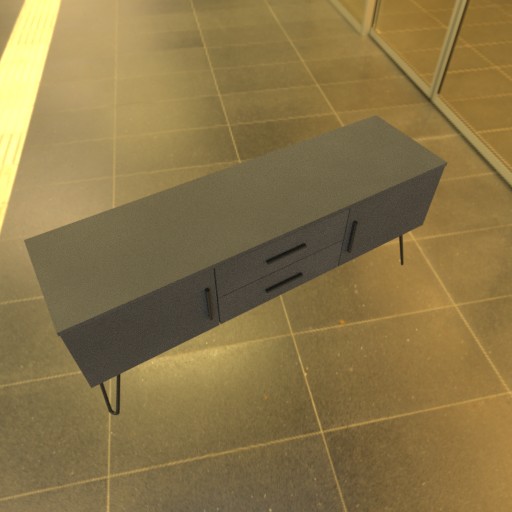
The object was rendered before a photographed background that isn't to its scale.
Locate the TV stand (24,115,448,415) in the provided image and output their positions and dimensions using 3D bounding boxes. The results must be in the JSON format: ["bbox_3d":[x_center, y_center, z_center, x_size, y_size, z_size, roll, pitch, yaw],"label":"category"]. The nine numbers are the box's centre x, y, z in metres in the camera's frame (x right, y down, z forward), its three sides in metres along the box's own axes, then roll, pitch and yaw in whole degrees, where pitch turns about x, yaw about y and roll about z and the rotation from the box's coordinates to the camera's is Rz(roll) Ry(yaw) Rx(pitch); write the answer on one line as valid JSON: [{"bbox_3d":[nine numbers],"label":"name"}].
[{"bbox_3d":[0.000,0.000,1.676,1.400,0.560,0.400,-24,52,-20],"label":"TV stand"}]
